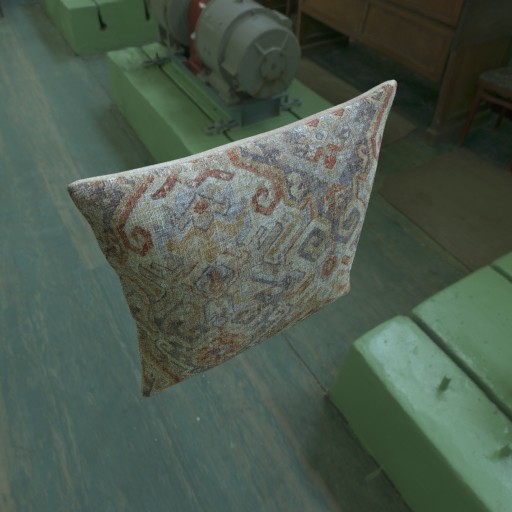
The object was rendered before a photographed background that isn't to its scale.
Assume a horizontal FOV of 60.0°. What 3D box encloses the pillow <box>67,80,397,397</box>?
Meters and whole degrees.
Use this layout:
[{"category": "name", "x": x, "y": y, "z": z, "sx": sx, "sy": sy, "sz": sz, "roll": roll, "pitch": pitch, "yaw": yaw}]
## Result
[{"category": "pillow", "x": 0.000, "y": 0.000, "z": 0.781, "sx": 0.523, "sy": 0.506, "sz": 0.166, "roll": -24, "pitch": 51, "yaw": -21}]
